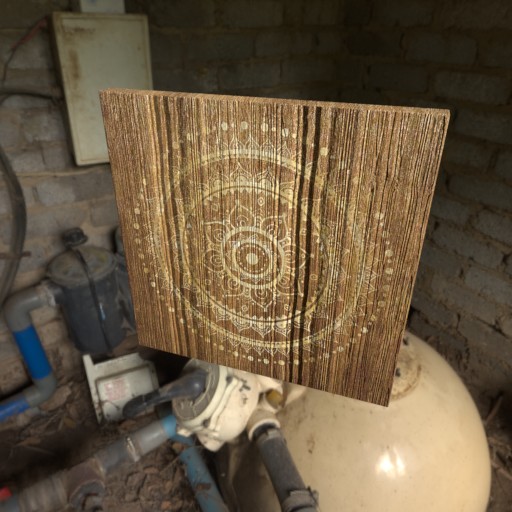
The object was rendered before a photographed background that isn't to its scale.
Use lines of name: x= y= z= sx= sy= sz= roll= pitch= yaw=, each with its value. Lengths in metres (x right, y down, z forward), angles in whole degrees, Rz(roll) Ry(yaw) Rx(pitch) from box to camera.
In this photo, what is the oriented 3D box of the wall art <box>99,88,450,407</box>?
wall art: x=0.000 y=0.000 z=0.892 sx=0.611 sy=0.608 sz=0.042 roll=9 pitch=30 yaw=17
